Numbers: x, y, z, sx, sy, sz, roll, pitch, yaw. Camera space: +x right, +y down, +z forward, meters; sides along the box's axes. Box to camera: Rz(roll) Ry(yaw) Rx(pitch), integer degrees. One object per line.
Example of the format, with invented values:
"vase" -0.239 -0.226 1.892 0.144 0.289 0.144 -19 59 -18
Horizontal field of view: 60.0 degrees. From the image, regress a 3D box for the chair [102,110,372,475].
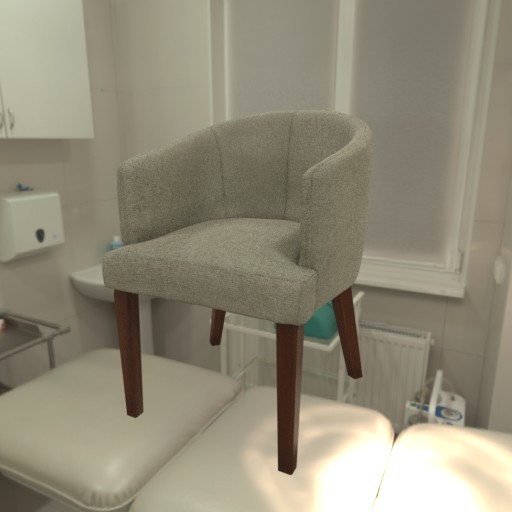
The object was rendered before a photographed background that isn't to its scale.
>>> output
"chair" 0.000 0.000 1.242 0.583 0.811 0.655 7 16 26
